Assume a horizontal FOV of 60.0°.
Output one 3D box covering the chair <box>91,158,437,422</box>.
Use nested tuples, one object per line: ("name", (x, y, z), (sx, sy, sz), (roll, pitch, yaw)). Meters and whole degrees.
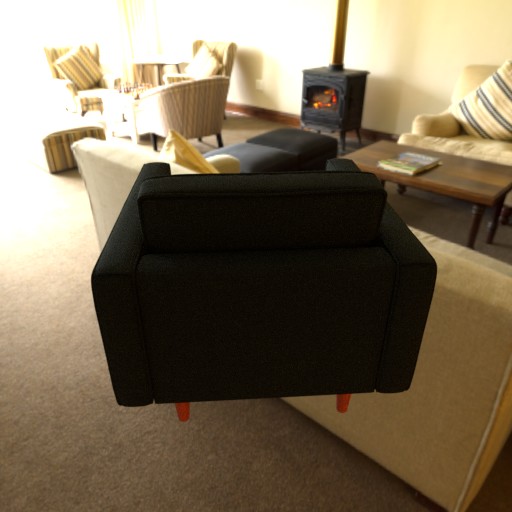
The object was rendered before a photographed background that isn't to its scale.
("chair", (0.000, 0.000, 1.591), (0.899, 0.770, 0.920), (-2, 30, -3))
